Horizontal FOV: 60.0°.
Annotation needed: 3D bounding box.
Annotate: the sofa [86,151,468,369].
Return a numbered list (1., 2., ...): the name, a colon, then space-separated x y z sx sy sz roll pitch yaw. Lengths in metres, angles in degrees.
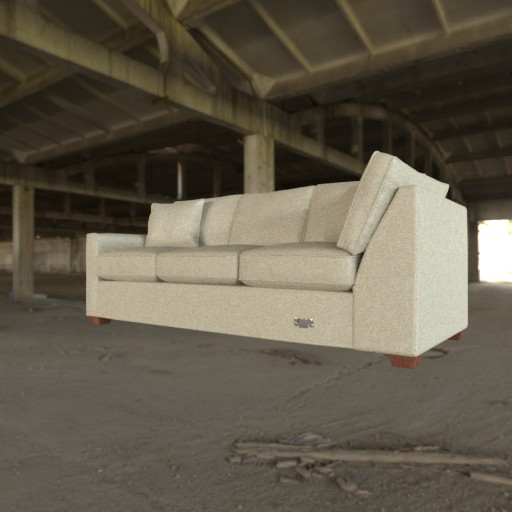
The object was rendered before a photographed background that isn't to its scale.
1. sofa: 0.000 0.000 2.852 2.317 0.962 1.061 0 -1 36
